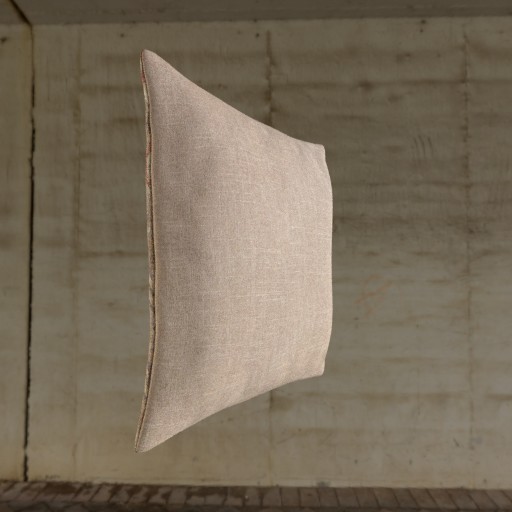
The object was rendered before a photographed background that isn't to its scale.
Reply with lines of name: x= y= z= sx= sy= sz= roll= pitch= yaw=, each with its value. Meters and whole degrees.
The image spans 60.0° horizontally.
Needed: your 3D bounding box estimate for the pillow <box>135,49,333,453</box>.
pillow: x=0.000 y=0.000 z=0.766 sx=0.166 sy=0.506 sz=0.523 roll=-2 pitch=-3 yaw=34
